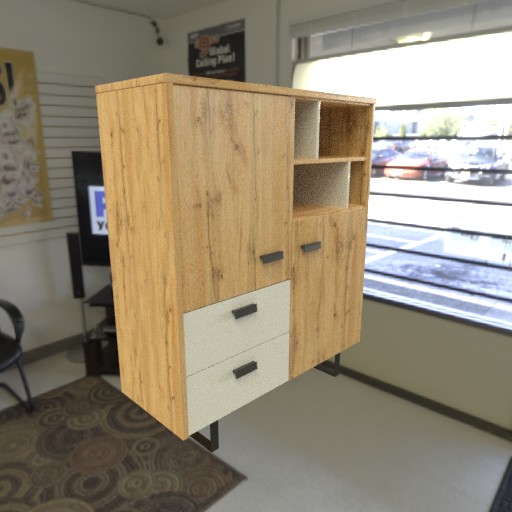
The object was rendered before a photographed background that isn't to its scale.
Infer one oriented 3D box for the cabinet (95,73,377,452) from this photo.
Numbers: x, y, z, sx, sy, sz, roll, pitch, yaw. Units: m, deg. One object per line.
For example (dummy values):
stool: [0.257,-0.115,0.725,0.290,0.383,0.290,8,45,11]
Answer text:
cabinet: [0.000,0.000,2.013,1.168,1.397,0.473,-14,20,-43]
